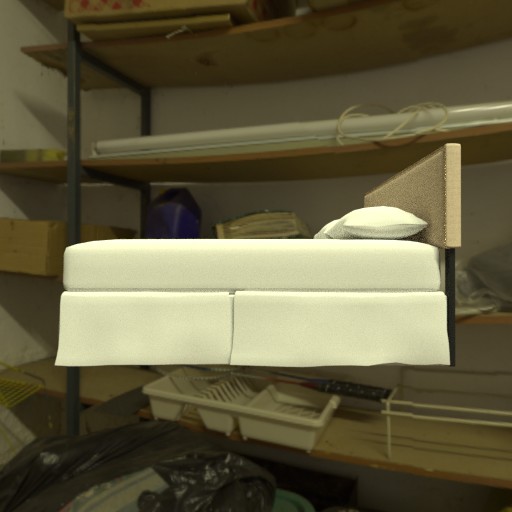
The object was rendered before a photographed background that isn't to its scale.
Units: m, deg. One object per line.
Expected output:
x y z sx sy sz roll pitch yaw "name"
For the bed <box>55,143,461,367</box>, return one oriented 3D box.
0.000 0.000 2.805 1.876 1.016 1.616 0 0 1 "bed"
